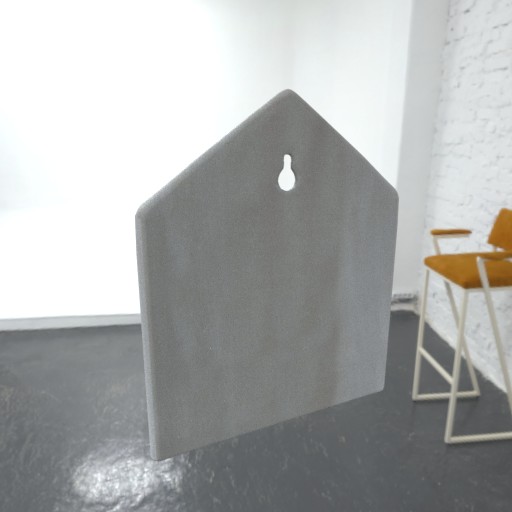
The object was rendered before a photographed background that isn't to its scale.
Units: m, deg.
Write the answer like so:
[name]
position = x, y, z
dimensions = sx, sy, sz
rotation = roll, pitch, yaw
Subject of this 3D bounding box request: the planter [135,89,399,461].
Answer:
[planter]
position = 0.000, 0.000, 0.282
dimensions = 0.163, 0.194, 0.080
rotation = -7, 17, -26
